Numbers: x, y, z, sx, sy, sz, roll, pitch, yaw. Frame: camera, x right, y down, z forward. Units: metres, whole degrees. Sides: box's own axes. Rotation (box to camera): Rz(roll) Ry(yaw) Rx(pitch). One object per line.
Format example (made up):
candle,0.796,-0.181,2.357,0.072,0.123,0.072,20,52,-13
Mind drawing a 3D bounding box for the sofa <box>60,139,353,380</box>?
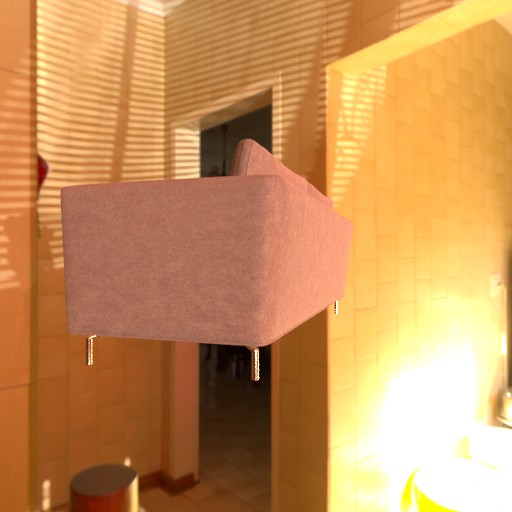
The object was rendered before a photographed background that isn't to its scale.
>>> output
sofa,0.000,0.000,2.542,0.889,0.864,2.121,0,0,19
